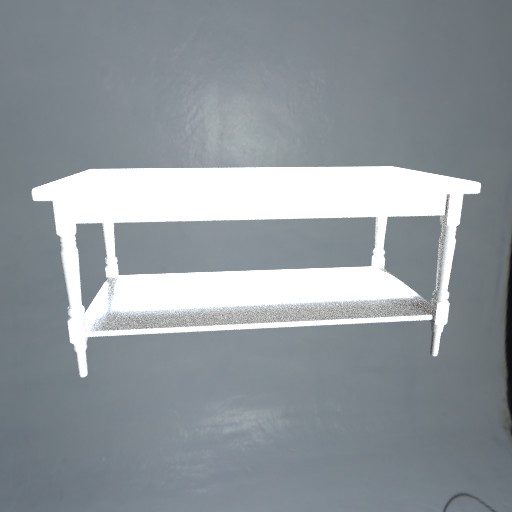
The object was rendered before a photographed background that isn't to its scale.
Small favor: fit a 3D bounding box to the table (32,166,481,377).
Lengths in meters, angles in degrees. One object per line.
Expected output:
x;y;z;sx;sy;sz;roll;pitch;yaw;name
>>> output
0.000;0.000;1.413;1.107;0.510;0.550;-2;16;-6;table
